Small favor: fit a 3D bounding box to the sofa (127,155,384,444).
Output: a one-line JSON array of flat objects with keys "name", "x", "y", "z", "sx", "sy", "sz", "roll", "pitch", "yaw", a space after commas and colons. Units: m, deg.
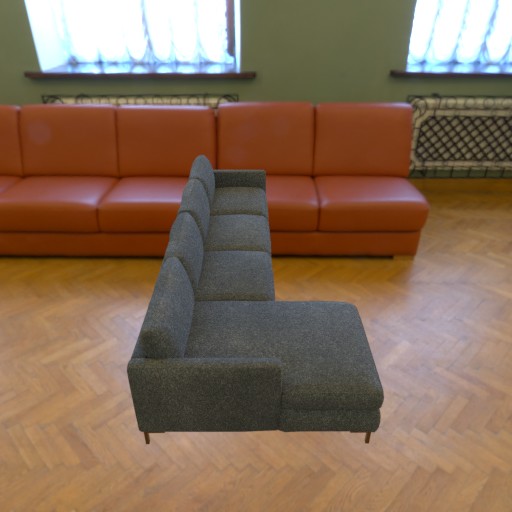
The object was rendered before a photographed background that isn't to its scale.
[{"name": "sofa", "x": 0.000, "y": 0.000, "z": 3.559, "sx": 1.350, "sy": 0.810, "sz": 2.932, "roll": 0, "pitch": 31, "yaw": -1}]
